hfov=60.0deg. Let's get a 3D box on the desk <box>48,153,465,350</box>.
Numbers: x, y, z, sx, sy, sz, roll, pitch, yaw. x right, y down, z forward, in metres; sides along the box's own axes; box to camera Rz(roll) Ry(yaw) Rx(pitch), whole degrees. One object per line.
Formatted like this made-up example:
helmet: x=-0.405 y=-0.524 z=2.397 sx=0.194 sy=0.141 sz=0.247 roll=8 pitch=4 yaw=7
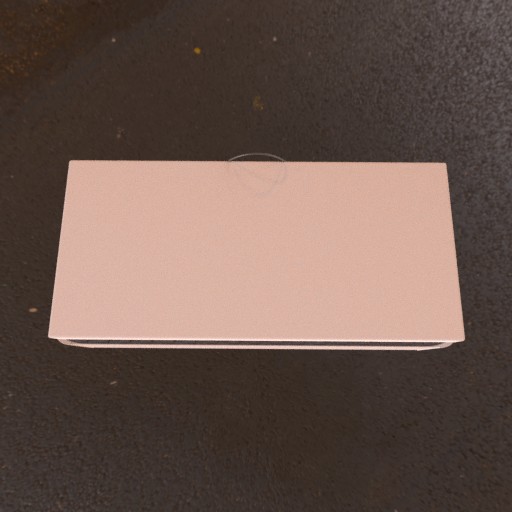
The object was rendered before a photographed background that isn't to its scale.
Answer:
desk: x=0.000 y=0.000 z=2.241 sx=1.900 sy=0.526 sz=0.900 roll=0 pitch=76 yaw=0
